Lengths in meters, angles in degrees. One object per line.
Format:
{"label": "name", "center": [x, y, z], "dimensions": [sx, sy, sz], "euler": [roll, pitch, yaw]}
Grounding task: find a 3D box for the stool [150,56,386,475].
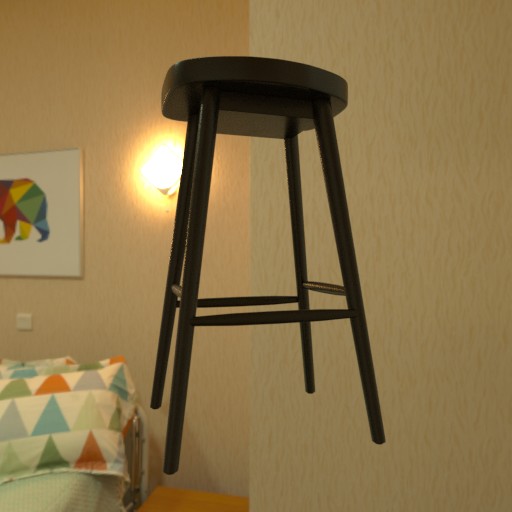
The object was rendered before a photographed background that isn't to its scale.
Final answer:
{"label": "stool", "center": [0.000, 0.000, 0.987], "dimensions": [0.440, 0.749, 0.361], "euler": [0, 0, -17]}
